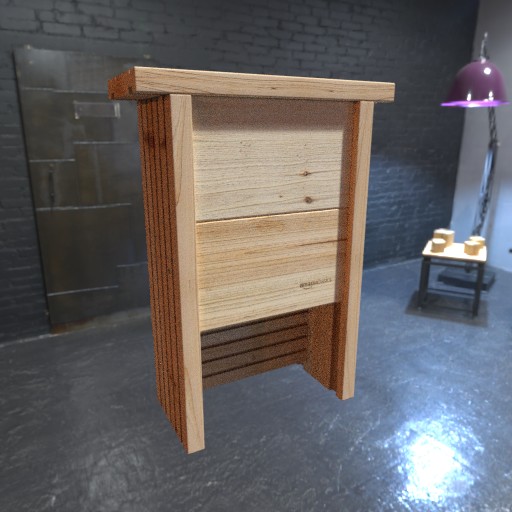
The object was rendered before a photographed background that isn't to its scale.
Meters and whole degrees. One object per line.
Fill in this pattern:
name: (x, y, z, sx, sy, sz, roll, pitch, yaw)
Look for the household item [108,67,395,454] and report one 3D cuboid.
household item: (0.000, 0.000, 0.553, 0.301, 0.407, 0.123, -8, 18, -27)
